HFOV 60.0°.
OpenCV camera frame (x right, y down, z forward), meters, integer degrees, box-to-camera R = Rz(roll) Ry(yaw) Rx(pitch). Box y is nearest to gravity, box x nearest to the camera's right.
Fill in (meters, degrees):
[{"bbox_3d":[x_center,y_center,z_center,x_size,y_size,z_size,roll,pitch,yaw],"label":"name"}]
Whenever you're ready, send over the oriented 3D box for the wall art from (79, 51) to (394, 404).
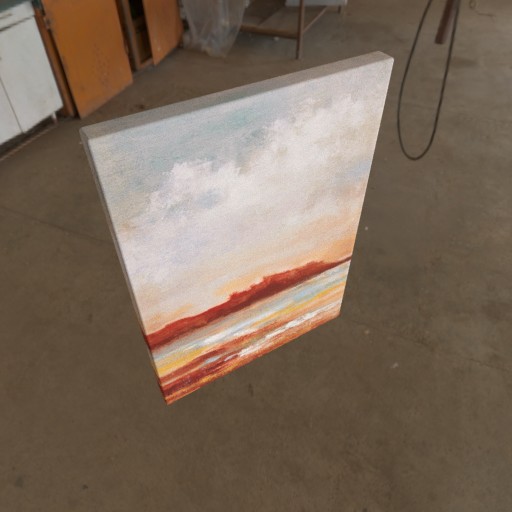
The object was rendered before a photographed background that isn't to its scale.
[{"bbox_3d":[0.000,0.000,0.778,0.443,0.605,0.035,-23,49,-21],"label":"wall art"}]
